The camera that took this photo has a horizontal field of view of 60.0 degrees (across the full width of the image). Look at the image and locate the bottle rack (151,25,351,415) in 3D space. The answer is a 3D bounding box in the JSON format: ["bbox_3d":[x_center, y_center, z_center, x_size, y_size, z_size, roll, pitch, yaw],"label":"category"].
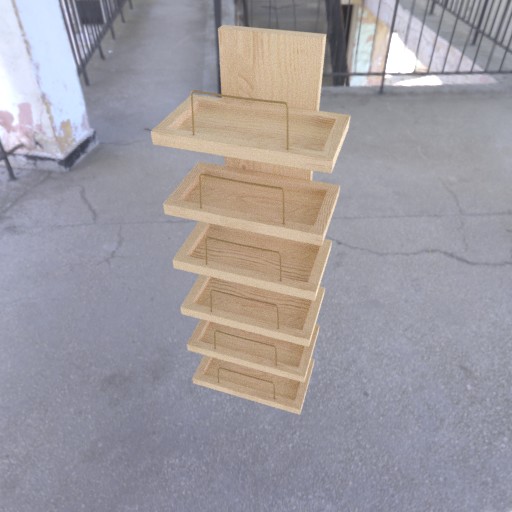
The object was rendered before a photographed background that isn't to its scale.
[{"bbox_3d":[0.000,0.000,1.056,0.330,0.943,0.206,12,43,13],"label":"bottle rack"}]
